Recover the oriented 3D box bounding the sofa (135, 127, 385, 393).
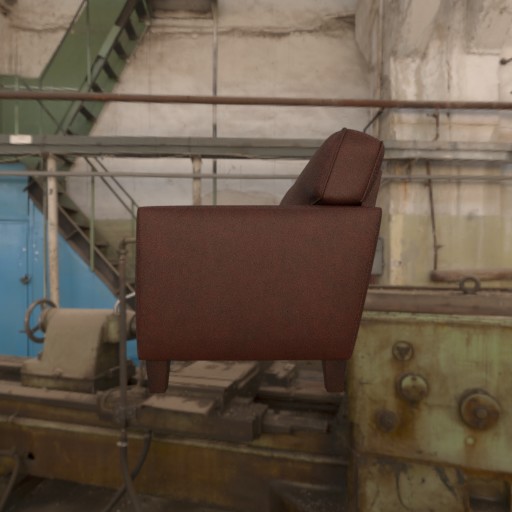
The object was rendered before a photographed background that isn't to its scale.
[{"bbox_3d":[0.000,0.000,2.406,0.912,0.928,1.876,0,1,-1],"label":"sofa"}]
